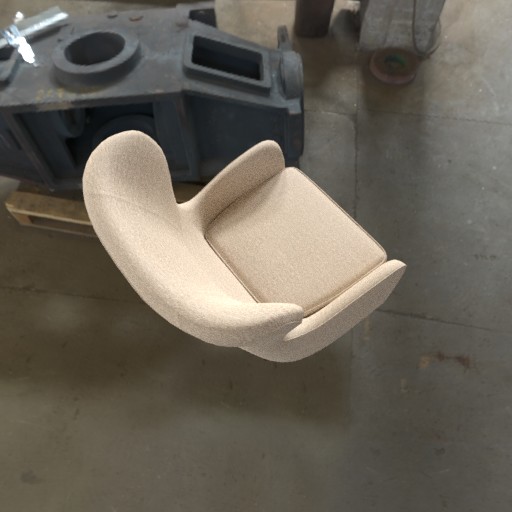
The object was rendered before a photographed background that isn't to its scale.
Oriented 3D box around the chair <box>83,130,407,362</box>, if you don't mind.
[{"bbox_3d":[0.000,0.000,1.806,0.984,1.064,0.861,-34,66,-17],"label":"chair"}]
